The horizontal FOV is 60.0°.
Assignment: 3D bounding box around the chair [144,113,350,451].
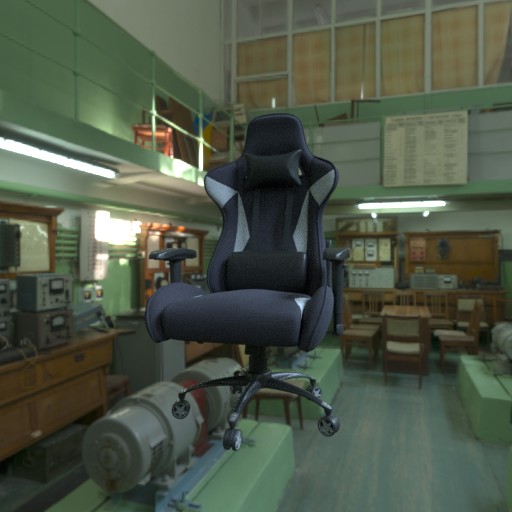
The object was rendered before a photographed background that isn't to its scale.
[{"bbox_3d":[0.000,0.000,1.756,0.730,1.300,0.695,0,0,17],"label":"chair"}]
